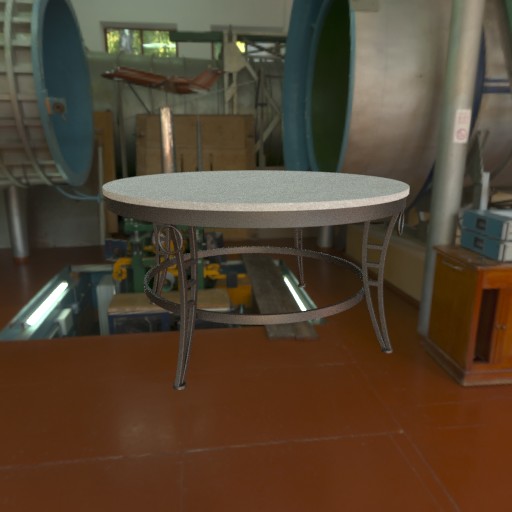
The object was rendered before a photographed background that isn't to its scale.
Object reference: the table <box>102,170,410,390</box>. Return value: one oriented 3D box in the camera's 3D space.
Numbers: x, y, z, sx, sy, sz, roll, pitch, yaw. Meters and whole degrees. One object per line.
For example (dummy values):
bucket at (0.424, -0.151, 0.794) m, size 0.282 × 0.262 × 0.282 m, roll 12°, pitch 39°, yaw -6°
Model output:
table at (0.000, 0.000, 1.414) m, size 0.889 × 0.470 × 0.889 m, roll 0°, pitch 15°, yaw 0°
